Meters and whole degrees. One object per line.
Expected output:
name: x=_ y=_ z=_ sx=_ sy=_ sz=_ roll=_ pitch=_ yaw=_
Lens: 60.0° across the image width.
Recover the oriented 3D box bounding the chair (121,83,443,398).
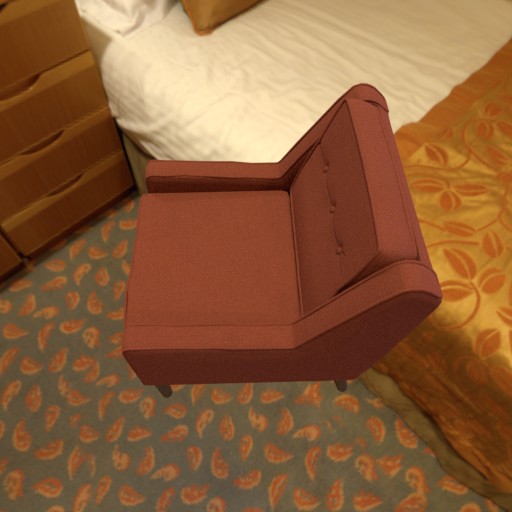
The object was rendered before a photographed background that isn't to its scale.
chair: x=0.000 y=0.000 z=1.378 sx=0.770 sy=0.812 sz=0.680 roll=-2 pitch=57 yaw=-1
